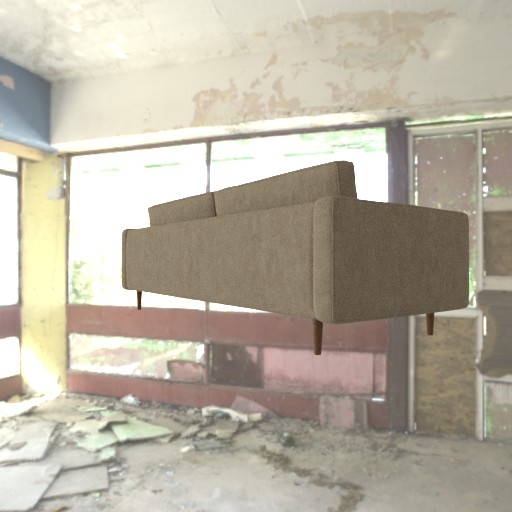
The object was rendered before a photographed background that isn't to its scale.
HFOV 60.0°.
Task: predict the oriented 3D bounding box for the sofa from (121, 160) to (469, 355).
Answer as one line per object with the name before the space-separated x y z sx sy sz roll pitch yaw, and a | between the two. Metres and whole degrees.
sofa | 0.000 0.000 2.676 0.919 0.770 2.200 0 0 -36
